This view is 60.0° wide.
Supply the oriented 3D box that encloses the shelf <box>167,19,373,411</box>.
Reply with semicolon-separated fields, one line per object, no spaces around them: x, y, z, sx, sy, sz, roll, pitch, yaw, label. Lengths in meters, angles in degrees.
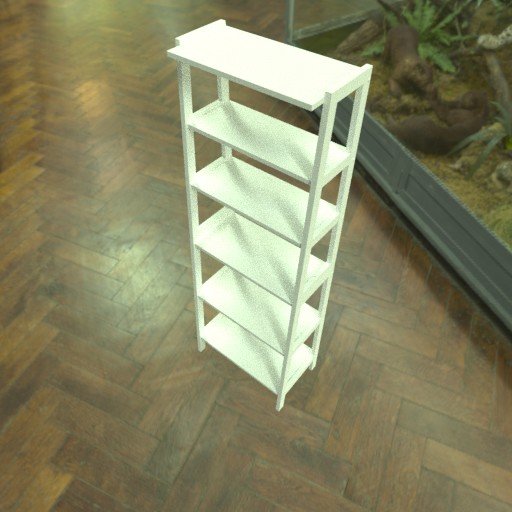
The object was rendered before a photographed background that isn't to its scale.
0.000;0.000;2.141;0.660;1.892;0.381;31;54;26;shelf
